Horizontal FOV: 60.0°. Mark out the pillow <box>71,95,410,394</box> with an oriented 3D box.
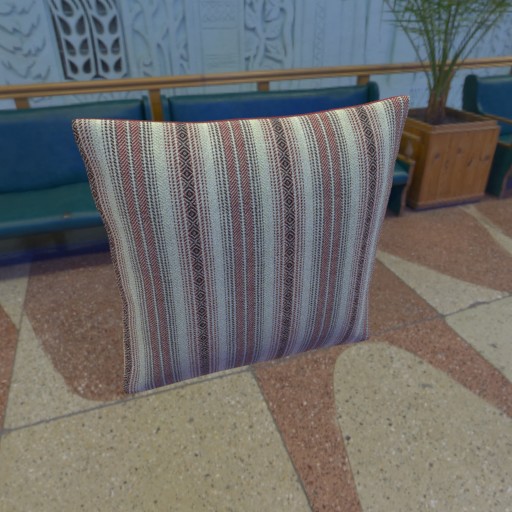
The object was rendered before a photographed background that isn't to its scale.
[{"bbox_3d":[0.000,0.000,0.760,0.513,0.497,0.166,-9,33,-15],"label":"pillow"}]
